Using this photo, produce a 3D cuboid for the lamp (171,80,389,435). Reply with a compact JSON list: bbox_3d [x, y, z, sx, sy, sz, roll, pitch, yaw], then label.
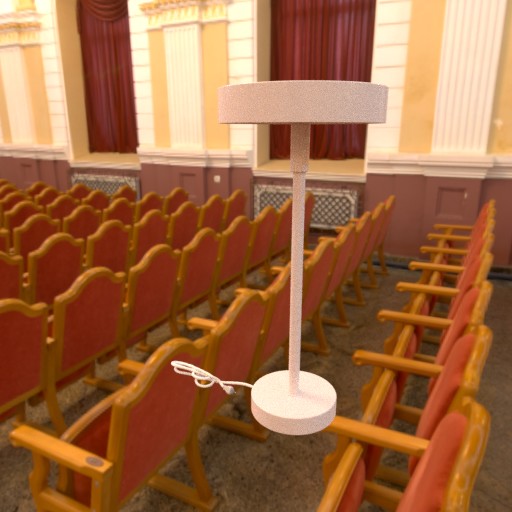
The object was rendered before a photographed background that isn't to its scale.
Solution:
[{"bbox_3d":[0.000,0.000,0.702,0.369,0.508,0.229,8,18,27],"label":"lamp"}]
